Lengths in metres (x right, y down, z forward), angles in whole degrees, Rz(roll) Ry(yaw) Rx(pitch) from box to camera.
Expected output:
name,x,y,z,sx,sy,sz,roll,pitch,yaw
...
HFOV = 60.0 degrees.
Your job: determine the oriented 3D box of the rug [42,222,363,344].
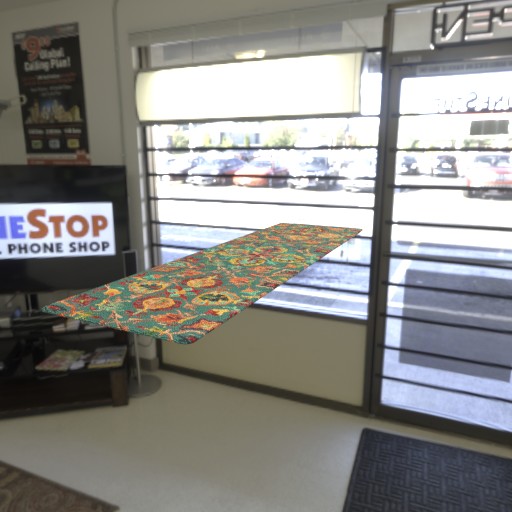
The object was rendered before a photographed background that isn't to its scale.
name,x,y,z,sx,sy,sz,roll,pitch,yaw
rug,0.000,0.000,2.509,0.686,0.013,2.286,7,15,26
